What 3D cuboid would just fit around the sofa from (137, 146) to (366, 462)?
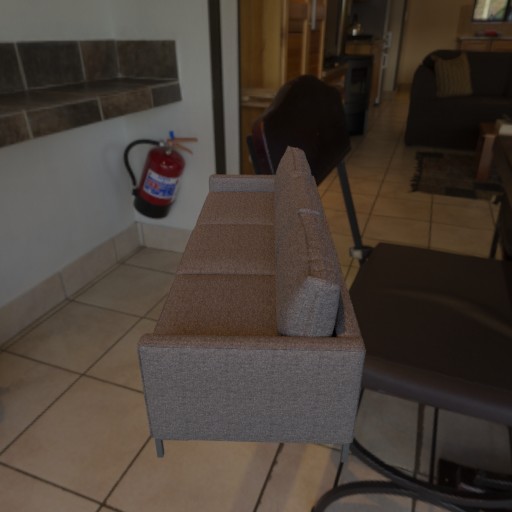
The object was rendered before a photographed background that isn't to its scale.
[{"bbox_3d":[0.000,0.000,2.692,0.876,0.882,2.253,1,27,2],"label":"sofa"}]
